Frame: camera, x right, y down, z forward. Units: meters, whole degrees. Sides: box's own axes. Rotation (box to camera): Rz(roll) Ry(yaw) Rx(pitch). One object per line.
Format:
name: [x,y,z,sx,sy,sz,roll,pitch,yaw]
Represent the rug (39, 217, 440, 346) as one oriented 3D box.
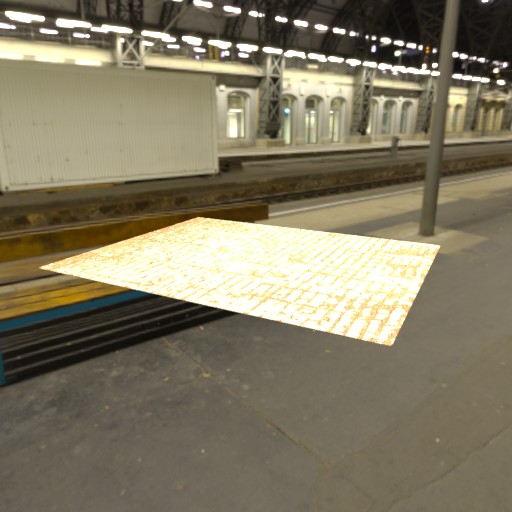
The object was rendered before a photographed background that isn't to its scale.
rug: [0.000,0.000,4.254,3.050,0.011,2.441,9,19,27]
